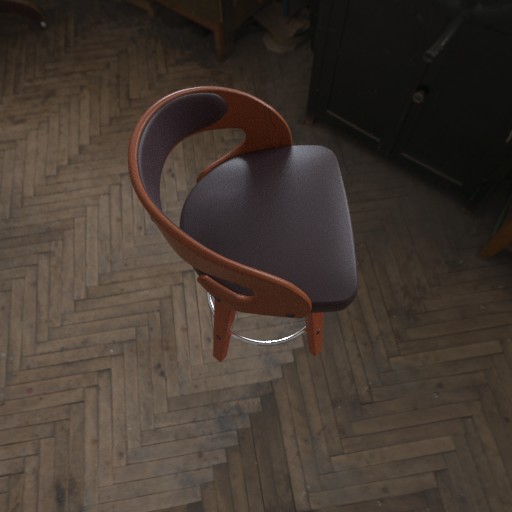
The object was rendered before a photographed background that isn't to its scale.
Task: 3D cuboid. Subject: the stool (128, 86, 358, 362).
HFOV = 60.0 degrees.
[{"bbox_3d":[0.000,0.000,1.216,0.457,0.940,0.457,-3,65,-1],"label":"stool"}]
